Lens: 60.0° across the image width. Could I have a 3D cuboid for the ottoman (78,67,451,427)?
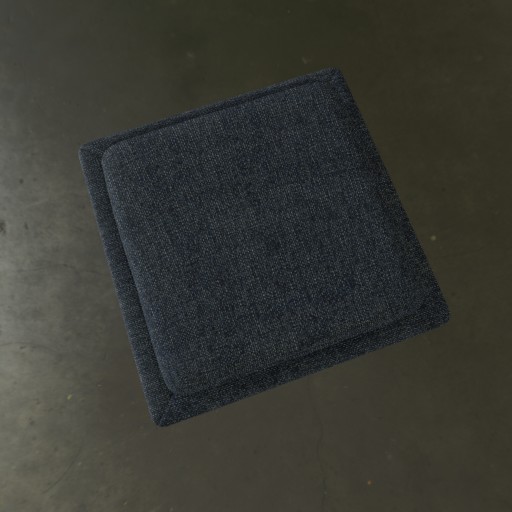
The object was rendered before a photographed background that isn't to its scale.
[{"bbox_3d":[0.000,0.000,0.830,0.450,0.460,0.450,-19,77,-5],"label":"ottoman"}]
